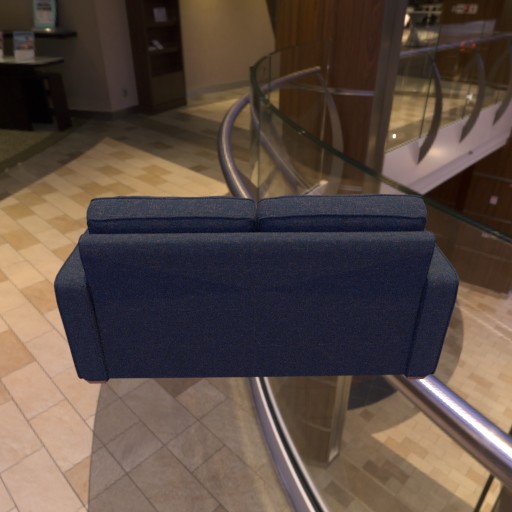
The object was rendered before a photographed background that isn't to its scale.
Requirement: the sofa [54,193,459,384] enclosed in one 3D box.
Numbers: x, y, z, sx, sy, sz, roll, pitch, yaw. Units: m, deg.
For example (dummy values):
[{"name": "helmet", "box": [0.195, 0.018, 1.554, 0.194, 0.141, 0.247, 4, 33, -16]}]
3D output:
[{"name": "sofa", "box": [0.000, 0.000, 2.288, 1.709, 0.918, 0.947, -1, 31, -1]}]
